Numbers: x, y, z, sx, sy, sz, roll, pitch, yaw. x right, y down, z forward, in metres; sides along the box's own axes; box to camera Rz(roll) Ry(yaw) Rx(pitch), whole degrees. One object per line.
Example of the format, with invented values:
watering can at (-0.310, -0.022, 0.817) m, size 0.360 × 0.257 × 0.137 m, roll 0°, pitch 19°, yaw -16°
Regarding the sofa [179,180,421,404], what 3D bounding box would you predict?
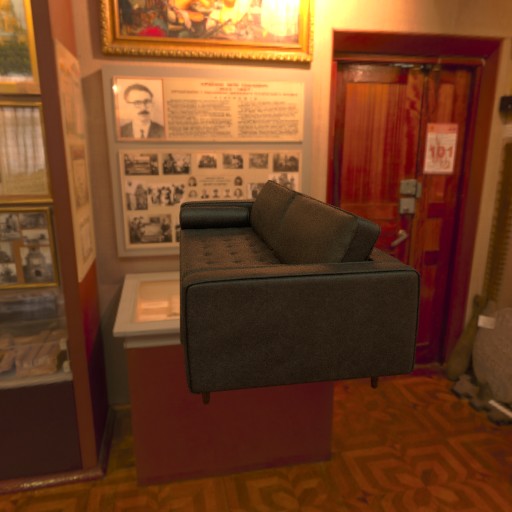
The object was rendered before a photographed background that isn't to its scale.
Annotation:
sofa at (0.000, 0.000, 2.656) m, size 0.914 × 0.762 × 2.210 m, roll -2°, pitch 14°, yaw -9°
